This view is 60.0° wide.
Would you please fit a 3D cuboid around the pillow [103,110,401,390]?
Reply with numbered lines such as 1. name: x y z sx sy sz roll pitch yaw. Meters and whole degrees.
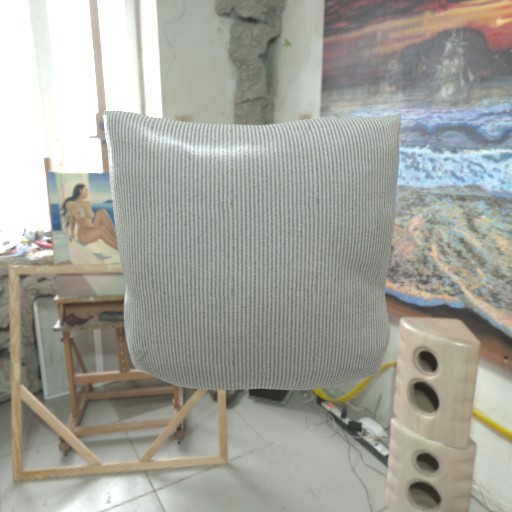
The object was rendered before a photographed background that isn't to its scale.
1. pillow: 0.000 0.000 0.689 0.387 0.432 0.310 8 17 29
